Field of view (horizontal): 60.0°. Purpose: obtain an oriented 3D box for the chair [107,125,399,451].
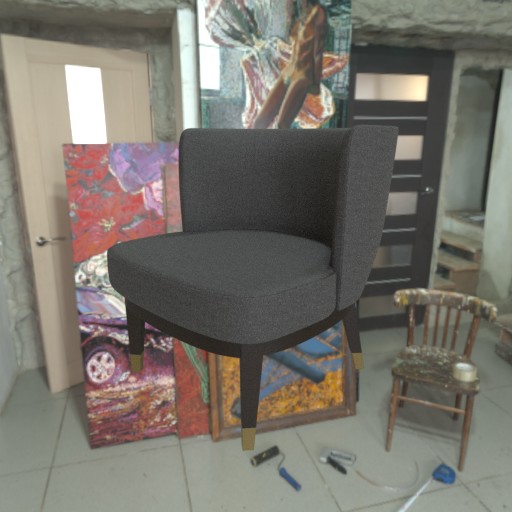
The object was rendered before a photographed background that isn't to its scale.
[{"bbox_3d":[0.000,0.000,1.239,0.698,0.695,0.639,-15,21,-43],"label":"chair"}]
